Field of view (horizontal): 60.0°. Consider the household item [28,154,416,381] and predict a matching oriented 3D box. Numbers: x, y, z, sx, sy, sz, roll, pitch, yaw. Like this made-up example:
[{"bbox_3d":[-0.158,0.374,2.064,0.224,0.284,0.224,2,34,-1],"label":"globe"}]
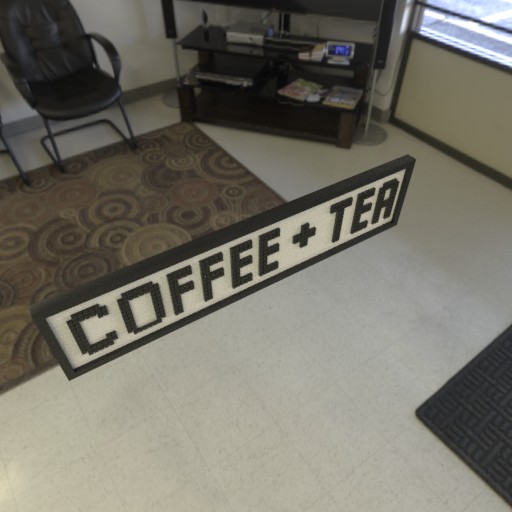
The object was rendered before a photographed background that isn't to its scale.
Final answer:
[{"bbox_3d":[0.000,0.000,1.101,1.001,0.236,0.030,-24,50,-22],"label":"household item"}]
